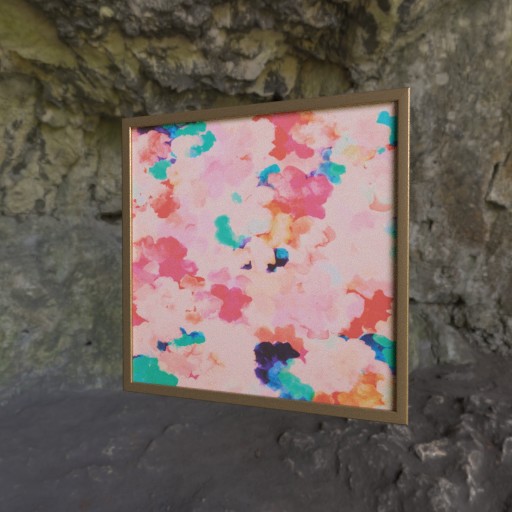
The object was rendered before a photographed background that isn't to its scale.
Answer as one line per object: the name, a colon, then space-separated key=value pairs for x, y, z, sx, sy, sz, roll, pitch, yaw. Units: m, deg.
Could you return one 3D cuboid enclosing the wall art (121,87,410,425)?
wall art: x=0.000 y=0.000 z=0.465 sx=0.304 sy=0.305 sz=0.038 roll=0 pitch=1 yaw=19
